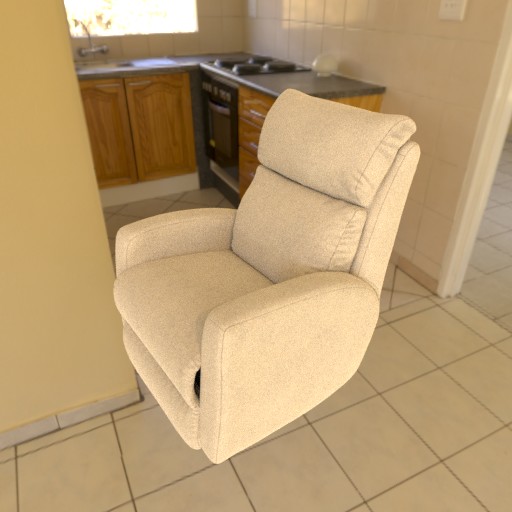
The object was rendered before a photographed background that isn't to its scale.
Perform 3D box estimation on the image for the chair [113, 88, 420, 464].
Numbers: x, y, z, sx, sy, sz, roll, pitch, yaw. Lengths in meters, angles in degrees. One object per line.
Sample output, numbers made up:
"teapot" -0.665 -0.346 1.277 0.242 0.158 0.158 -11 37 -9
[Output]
"chair" 0.000 0.000 1.637 0.940 1.021 0.794 -21 37 -30
